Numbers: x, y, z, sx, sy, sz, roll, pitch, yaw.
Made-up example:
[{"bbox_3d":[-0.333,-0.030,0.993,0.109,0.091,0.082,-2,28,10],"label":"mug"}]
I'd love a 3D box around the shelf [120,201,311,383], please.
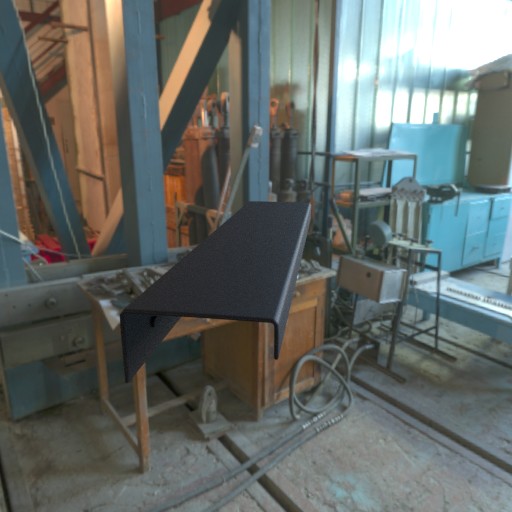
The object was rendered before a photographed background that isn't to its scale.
[{"bbox_3d":[0.000,0.000,0.493,0.102,0.053,0.456,3,16,9],"label":"shelf"}]
